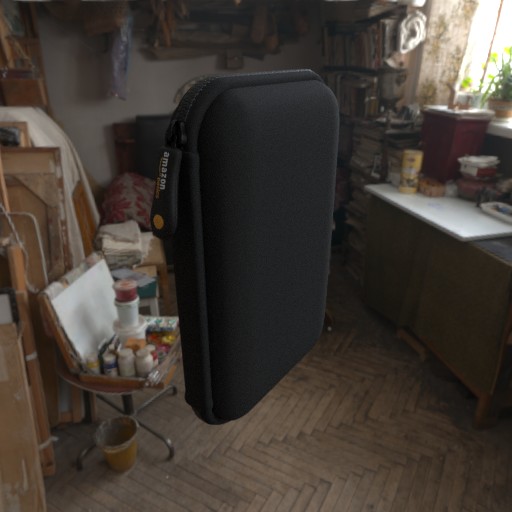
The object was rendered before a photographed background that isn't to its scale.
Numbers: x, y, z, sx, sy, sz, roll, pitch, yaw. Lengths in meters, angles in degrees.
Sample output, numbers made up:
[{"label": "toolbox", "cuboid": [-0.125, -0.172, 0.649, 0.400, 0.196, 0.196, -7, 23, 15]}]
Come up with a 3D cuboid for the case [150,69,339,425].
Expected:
[{"label": "case", "cuboid": [0.000, 0.000, 0.192, 0.030, 0.147, 0.107, 17, 30, 32]}]
